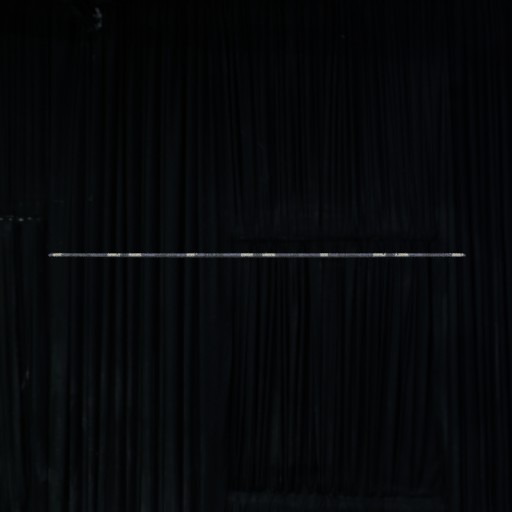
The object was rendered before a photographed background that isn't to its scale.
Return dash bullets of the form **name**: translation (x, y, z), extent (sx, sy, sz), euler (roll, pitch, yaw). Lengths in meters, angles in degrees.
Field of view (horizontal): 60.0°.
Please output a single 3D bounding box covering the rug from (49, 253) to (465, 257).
- **rug**: translation (0.000, 0.000, 2.900), extent (1.676, 0.013, 2.261), euler (0, 0, 0)
